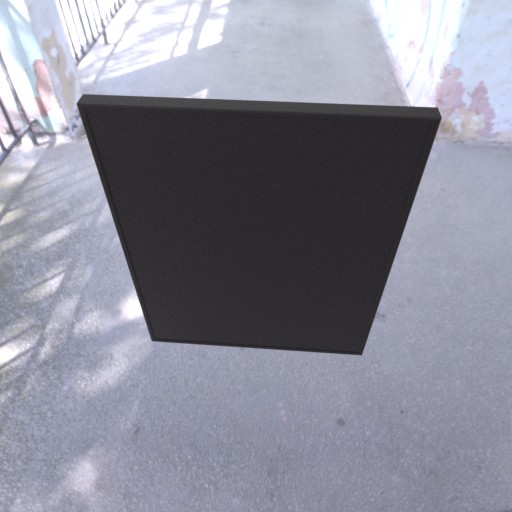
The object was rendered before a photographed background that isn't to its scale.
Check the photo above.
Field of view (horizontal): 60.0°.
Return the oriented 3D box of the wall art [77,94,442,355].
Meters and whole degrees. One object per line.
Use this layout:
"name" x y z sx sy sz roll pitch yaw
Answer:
"wall art" 0.000 0.000 0.755 0.451 0.551 0.028 3 47 3
